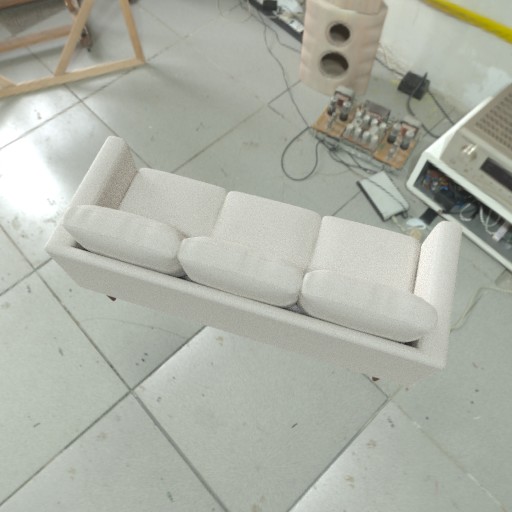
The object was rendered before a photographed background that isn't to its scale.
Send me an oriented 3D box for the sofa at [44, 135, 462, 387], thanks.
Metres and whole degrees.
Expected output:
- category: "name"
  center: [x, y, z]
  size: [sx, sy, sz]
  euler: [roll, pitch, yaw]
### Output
- category: "sofa"
  center: [0.000, 0.000, 2.492]
  size: [2.029, 0.912, 0.802]
  euler: [16, 65, 7]
